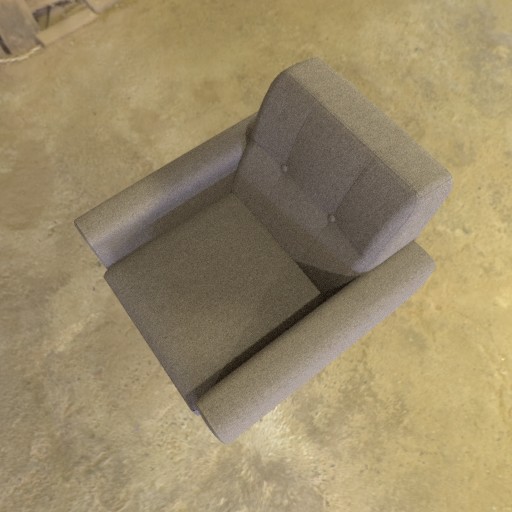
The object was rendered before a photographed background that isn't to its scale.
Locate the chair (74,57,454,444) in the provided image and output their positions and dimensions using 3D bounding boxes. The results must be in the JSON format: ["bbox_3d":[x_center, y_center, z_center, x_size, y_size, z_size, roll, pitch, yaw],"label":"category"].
[{"bbox_3d":[0.000,0.000,1.498,0.907,0.839,0.831,-34,69,-15],"label":"chair"}]
